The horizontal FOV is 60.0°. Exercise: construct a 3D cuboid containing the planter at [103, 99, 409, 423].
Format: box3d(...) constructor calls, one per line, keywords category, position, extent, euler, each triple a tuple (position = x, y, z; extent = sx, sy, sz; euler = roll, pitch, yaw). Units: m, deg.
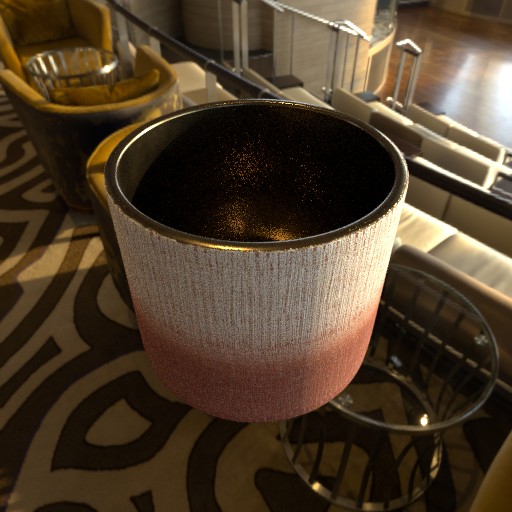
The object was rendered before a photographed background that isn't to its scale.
box3d(category="planter", position=(0.000, 0.000, 0.312), extent=(0.178, 0.157, 0.178), euler=(0, 41, 0))
